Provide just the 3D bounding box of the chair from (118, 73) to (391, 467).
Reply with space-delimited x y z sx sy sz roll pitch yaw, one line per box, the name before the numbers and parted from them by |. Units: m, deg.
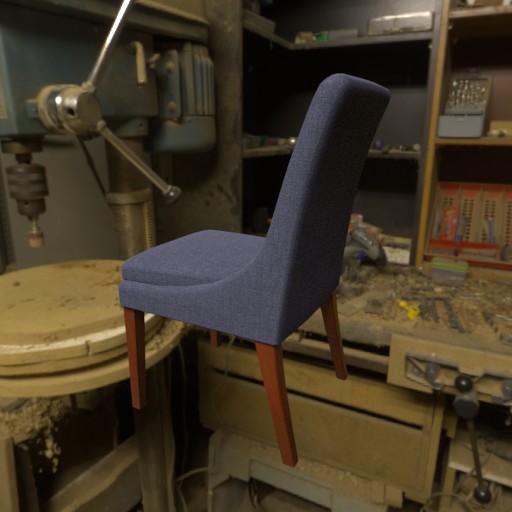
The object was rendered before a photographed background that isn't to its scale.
chair | 0.000 0.000 1.328 0.655 0.952 0.508 8 18 26
